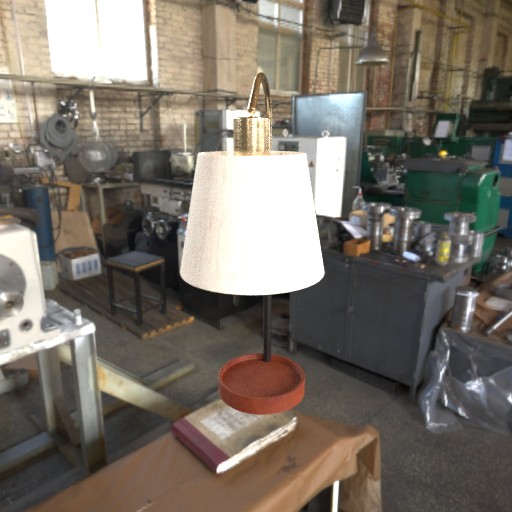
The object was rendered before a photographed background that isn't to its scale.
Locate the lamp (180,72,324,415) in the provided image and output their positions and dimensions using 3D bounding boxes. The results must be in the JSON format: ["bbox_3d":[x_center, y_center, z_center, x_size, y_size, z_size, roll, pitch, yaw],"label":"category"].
[{"bbox_3d":[0.000,0.000,0.682,0.211,0.536,0.273,3,16,10],"label":"lamp"}]
